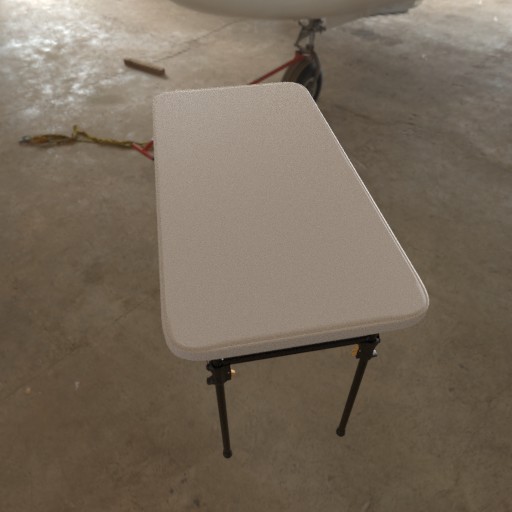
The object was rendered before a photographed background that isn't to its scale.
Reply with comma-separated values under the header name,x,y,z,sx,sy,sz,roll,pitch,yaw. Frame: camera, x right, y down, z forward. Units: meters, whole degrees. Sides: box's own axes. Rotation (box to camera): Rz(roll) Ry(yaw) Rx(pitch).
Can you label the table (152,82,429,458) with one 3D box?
name,x,y,z,sx,sy,sz,roll,pitch,yaw
table,0.000,0.000,1.617,0.610,0.729,1.219,-8,46,-7
